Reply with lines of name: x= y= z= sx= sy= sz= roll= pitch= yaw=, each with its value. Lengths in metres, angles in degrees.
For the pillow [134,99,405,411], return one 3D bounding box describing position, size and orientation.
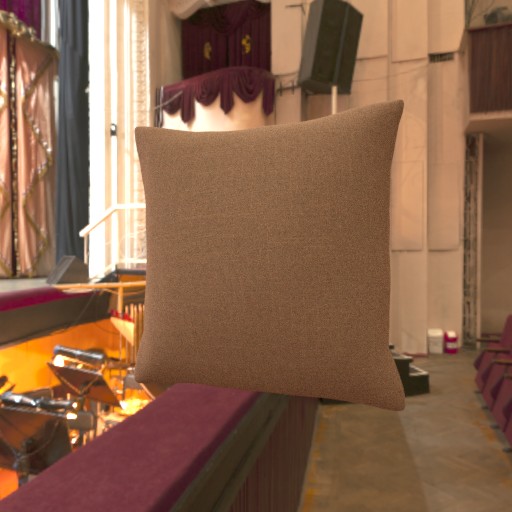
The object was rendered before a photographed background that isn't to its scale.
pillow: x=0.000 y=0.000 z=0.799 sx=0.512 sy=0.506 sz=0.178 roll=0 pitch=1 yaw=18
